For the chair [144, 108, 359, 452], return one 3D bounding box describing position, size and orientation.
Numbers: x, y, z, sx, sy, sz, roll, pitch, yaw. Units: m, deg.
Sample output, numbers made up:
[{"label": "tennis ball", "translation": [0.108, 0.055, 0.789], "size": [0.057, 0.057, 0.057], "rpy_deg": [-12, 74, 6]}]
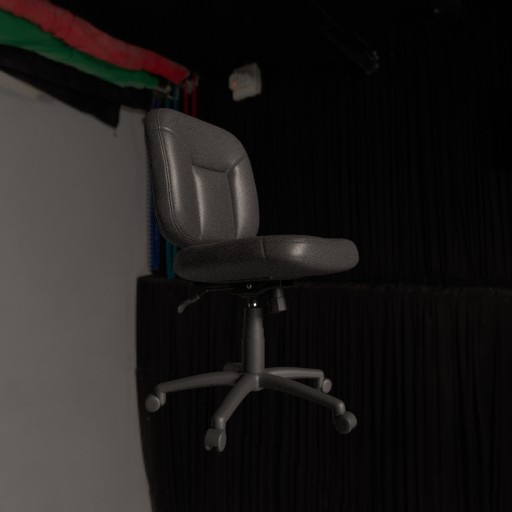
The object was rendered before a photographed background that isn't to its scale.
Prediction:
[{"label": "chair", "translation": [0.000, 0.000, 1.383], "size": [0.646, 0.959, 0.647], "rpy_deg": [0, -1, 35]}]
